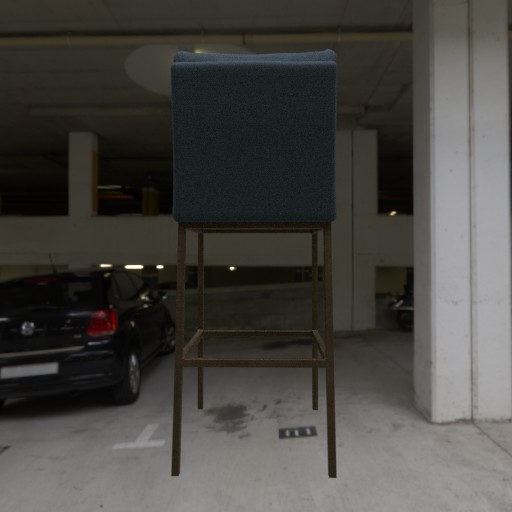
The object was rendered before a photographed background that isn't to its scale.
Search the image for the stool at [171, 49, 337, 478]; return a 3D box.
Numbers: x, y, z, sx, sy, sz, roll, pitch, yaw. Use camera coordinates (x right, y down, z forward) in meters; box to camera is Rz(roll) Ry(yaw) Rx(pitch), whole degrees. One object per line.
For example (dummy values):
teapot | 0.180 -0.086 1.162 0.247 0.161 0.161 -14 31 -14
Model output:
stool | 0.000 0.000 1.393 0.463 1.124 0.568 0 -1 1
